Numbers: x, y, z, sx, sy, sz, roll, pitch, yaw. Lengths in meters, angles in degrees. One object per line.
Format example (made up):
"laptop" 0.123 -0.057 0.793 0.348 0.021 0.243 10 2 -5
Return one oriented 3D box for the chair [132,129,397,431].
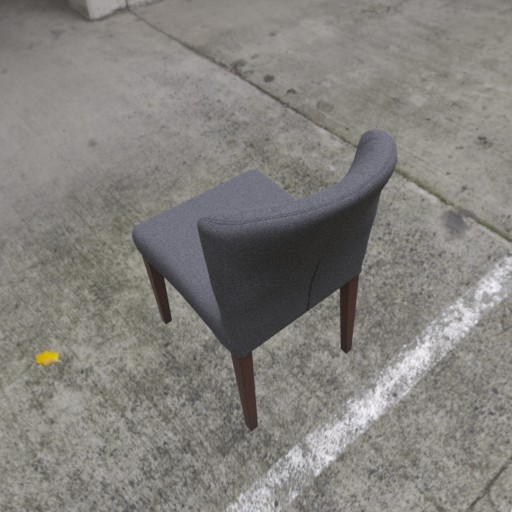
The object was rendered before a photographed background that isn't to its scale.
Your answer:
"chair" 0.000 0.000 1.243 0.491 0.839 0.592 -31 55 -25
